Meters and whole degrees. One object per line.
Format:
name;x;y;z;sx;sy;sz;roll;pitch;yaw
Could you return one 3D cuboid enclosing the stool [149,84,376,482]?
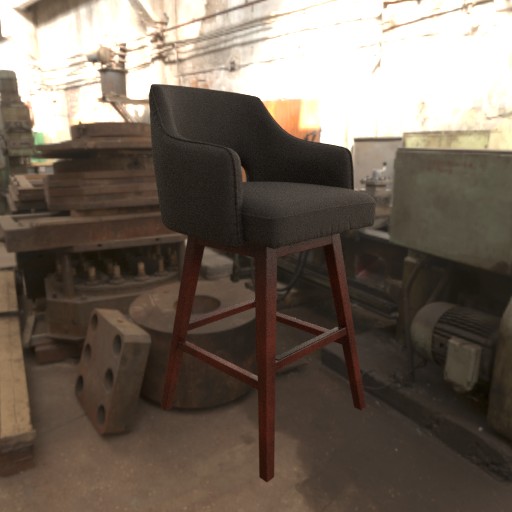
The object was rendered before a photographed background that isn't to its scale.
stool;0.000;0.000;1.356;0.558;1.012;0.548;13;19;43
